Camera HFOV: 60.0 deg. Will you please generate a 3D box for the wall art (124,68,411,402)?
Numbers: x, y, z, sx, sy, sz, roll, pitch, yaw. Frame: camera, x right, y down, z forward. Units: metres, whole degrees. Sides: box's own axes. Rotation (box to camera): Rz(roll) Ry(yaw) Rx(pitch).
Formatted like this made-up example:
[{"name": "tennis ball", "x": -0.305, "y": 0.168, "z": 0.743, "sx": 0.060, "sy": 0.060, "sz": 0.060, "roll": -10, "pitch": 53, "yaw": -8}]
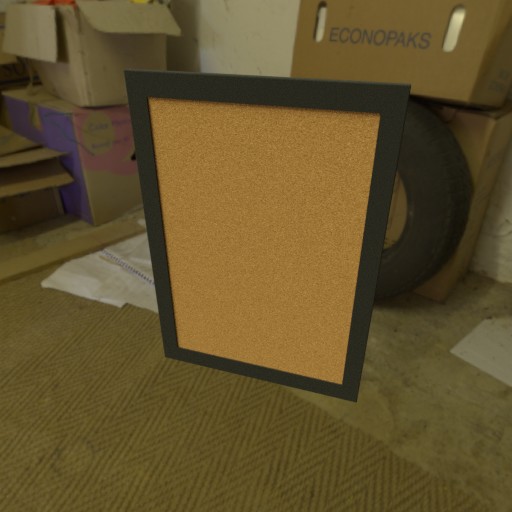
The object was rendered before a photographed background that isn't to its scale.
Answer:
[{"name": "wall art", "x": 0.000, "y": 0.000, "z": 0.694, "sx": 0.374, "sy": 0.529, "sz": 0.012, "roll": 9, "pitch": 32, "yaw": 15}]
